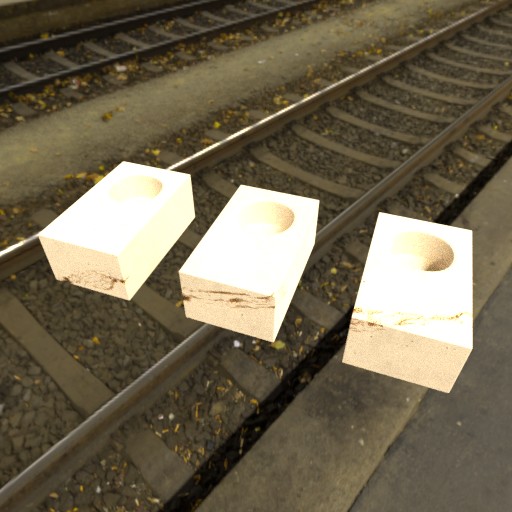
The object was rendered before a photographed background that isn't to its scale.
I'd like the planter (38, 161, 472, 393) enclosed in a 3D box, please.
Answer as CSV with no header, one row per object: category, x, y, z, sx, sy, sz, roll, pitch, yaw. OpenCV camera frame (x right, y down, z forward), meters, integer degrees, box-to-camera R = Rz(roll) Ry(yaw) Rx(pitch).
planter,0.000,0.000,0.380,0.333,0.051,0.127,14,43,15
